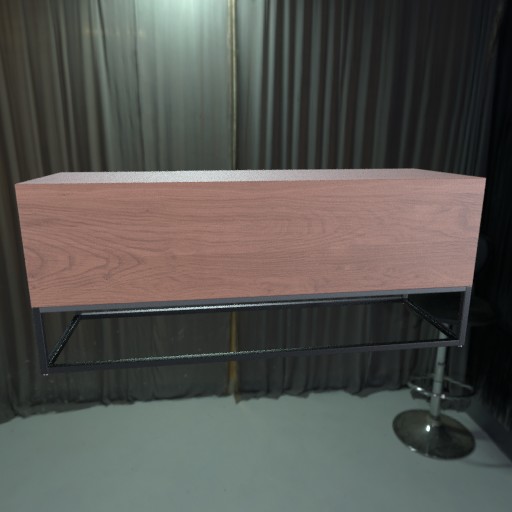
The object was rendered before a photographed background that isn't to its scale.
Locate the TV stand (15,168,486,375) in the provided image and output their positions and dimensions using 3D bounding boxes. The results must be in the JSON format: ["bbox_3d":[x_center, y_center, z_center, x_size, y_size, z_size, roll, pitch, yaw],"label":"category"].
[{"bbox_3d":[0.000,0.000,1.380,1.200,0.500,0.415,-2,15,-8],"label":"TV stand"}]
